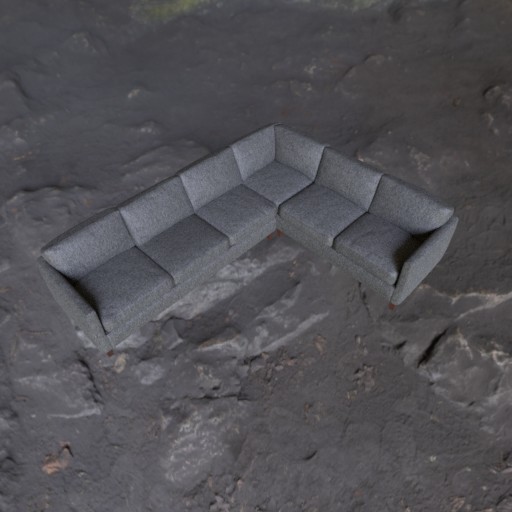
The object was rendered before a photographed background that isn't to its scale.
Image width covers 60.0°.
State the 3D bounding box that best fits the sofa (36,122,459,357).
[{"bbox_3d":[0.000,0.000,4.434,2.593,0.947,3.302,35,56,29],"label":"sofa"}]
